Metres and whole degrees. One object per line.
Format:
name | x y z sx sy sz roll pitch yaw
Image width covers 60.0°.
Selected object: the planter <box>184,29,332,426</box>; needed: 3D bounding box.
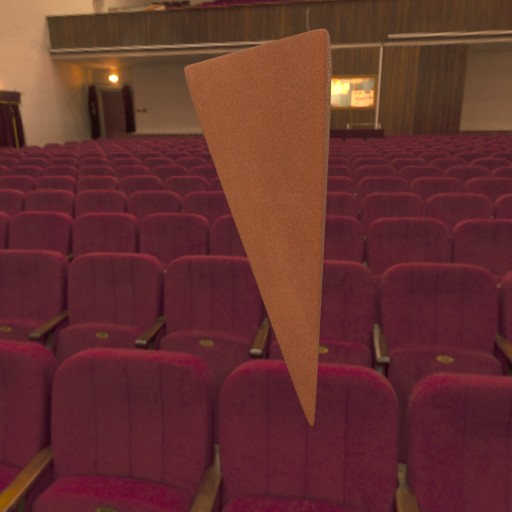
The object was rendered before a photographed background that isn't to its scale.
planter | 0.000 0.000 0.265 0.081 0.224 0.101 3 15 9
